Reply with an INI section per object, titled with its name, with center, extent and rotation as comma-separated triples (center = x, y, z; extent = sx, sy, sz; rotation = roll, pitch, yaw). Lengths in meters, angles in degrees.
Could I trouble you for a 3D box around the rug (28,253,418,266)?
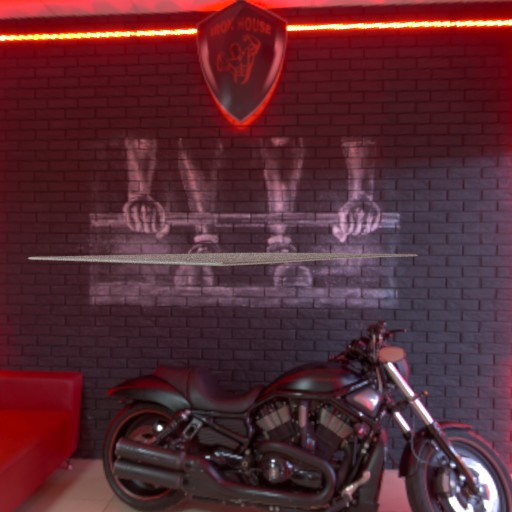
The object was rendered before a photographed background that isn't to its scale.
[rug]
center = 0.000, 0.000, 3.174
extent = 1.535, 0.022, 2.498
rotation = 1, 1, 37
